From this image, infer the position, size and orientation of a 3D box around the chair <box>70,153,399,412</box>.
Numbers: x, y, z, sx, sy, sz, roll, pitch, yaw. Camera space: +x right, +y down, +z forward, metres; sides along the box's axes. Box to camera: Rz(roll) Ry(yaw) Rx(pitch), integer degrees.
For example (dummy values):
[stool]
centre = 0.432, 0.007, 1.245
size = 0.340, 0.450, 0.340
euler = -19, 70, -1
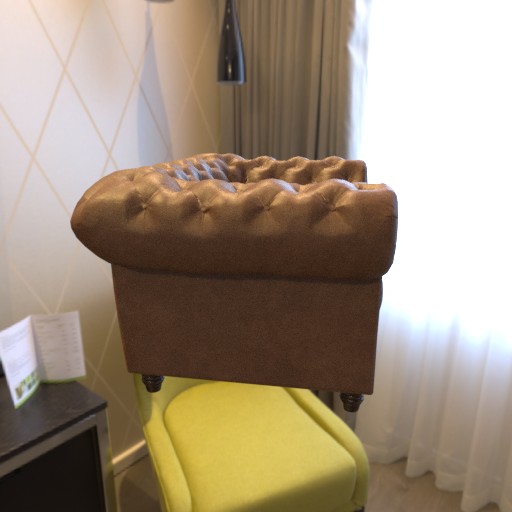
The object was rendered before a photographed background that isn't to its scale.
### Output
[chair]
centre = 0.000, 0.000, 1.836
size = 0.954, 0.784, 1.298
euler = 3, 16, 9
